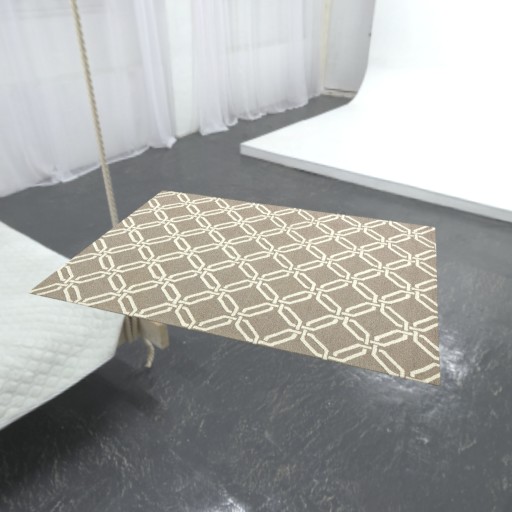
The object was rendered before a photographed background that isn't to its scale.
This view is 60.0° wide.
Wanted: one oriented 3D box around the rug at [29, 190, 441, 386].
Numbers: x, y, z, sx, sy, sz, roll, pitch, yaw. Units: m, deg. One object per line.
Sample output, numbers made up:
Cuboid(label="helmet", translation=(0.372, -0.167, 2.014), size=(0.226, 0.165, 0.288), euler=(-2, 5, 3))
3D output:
Cuboid(label="rug", translation=(0.000, 0.000, 4.421), size=(3.419, 0.020, 2.441), euler=(10, 32, 16))
